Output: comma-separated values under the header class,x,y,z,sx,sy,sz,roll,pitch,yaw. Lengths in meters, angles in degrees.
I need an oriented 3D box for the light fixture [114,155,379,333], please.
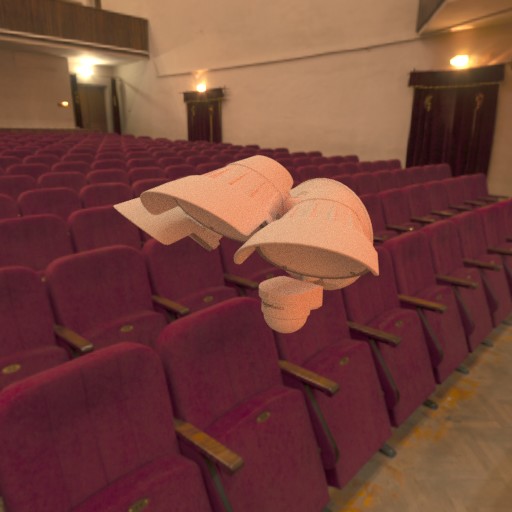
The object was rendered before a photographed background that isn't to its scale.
class,x,y,z,sx,sy,sz,roll,pitch,yaw
light fixture,0.000,0.000,0.536,0.369,0.237,0.278,14,20,41
